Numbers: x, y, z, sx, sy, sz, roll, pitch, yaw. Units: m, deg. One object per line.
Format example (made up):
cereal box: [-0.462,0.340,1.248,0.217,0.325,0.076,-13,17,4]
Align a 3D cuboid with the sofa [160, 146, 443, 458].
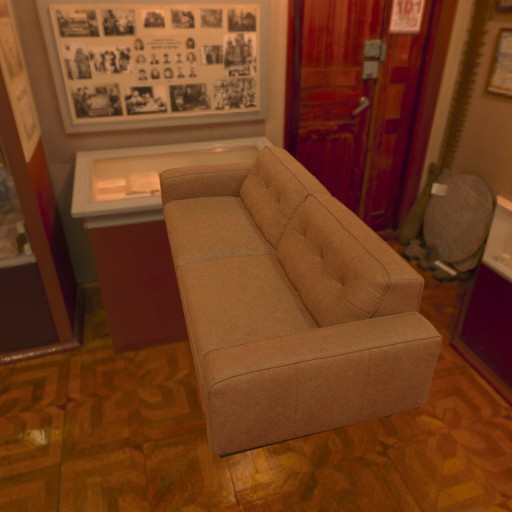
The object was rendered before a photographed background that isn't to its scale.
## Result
sofa: [0.000,0.000,2.645,0.953,0.780,2.270,-8,31,-13]
